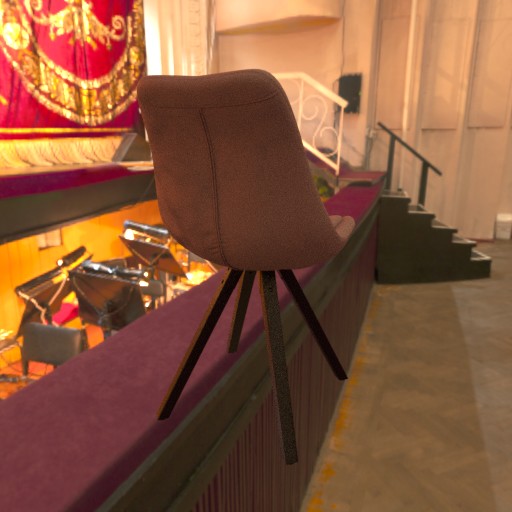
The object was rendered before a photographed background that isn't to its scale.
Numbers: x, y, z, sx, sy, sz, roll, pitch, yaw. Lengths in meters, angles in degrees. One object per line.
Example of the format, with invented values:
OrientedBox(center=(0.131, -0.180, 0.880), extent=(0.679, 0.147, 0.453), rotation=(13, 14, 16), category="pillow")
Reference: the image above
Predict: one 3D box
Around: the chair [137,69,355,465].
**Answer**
OrientedBox(center=(0.000, 0.000, 1.188), extent=(0.483, 0.865, 0.547), rotation=(8, 18, 25), category="chair")
